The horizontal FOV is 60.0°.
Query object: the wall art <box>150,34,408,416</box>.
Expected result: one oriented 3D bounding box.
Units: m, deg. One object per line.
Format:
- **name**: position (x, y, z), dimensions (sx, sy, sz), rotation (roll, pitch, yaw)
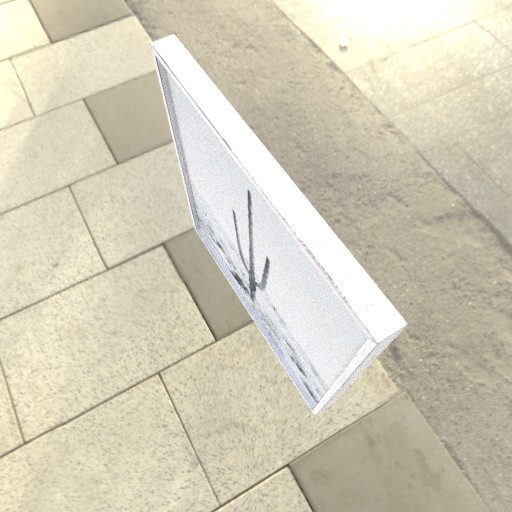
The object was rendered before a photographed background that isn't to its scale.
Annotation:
- **wall art**: position (0.000, 0.000, 0.755), dimensions (0.038, 0.508, 0.508), rotation (-29, 66, -14)
